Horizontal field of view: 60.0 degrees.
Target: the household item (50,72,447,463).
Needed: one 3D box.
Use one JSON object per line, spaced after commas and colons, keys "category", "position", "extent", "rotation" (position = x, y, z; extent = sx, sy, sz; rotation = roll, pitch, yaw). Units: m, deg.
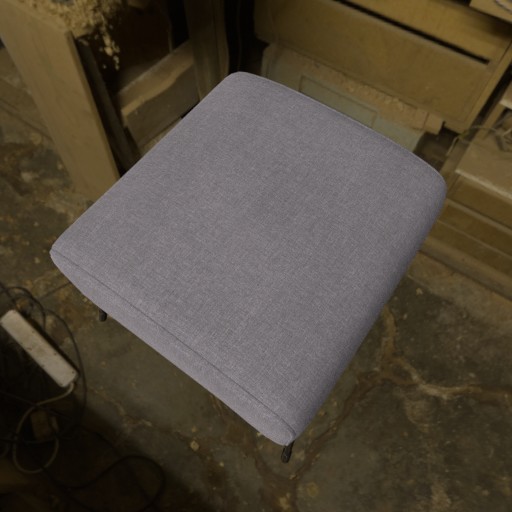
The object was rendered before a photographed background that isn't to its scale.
{"category": "household item", "position": [0.000, 0.000, 0.876], "extent": [0.530, 0.410, 0.530], "rotation": [33, 68, 15]}
